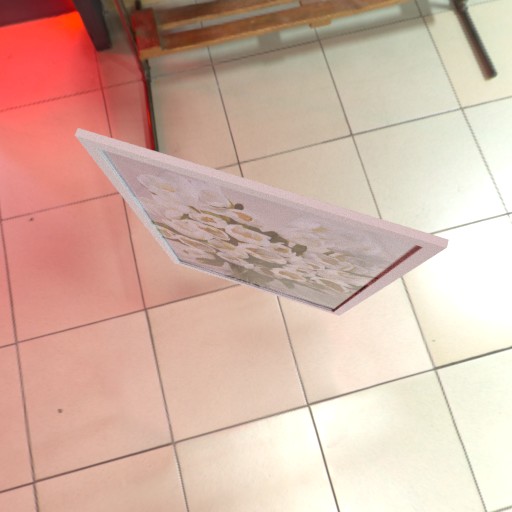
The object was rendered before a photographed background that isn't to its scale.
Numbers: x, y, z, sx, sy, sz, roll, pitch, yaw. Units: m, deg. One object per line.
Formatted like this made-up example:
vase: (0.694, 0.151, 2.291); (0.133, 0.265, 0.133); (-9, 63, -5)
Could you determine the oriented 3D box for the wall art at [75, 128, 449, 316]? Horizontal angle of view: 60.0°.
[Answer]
wall art: (0.000, 0.000, 1.217); (0.660, 0.965, 0.015); (17, 76, 4)
